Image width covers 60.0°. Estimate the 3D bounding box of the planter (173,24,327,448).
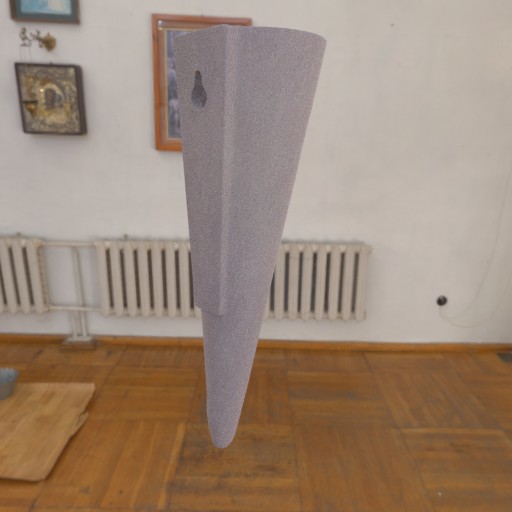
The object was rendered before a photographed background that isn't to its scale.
[{"bbox_3d":[0.000,0.000,0.293,0.087,0.259,0.078,-15,22,-42],"label":"planter"}]
